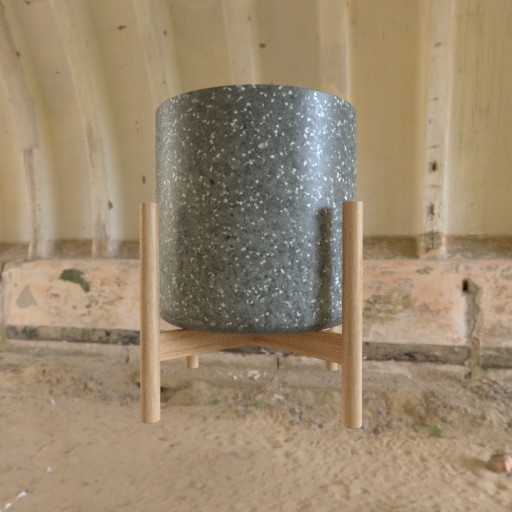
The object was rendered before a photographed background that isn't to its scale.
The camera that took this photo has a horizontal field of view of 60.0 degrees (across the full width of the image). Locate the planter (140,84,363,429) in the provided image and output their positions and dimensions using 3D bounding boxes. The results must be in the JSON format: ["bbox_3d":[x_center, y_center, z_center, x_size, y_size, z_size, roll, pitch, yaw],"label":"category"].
[{"bbox_3d":[0.000,0.000,0.688,0.360,0.419,0.360,0,1,-19],"label":"planter"}]
